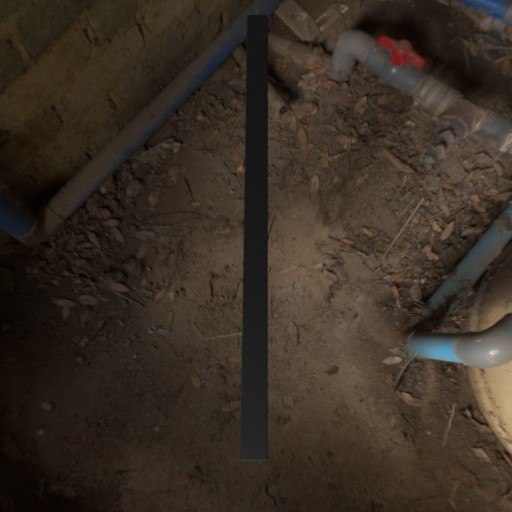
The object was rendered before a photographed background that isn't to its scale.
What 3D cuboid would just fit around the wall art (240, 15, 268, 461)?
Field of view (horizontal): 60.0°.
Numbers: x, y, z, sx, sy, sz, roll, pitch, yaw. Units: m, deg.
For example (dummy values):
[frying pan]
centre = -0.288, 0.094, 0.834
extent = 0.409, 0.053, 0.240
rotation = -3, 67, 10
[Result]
[wall art]
centre = 0.000, 0.000, 0.754
extent = 0.029, 0.458, 0.559
rotation = 0, 76, 0
